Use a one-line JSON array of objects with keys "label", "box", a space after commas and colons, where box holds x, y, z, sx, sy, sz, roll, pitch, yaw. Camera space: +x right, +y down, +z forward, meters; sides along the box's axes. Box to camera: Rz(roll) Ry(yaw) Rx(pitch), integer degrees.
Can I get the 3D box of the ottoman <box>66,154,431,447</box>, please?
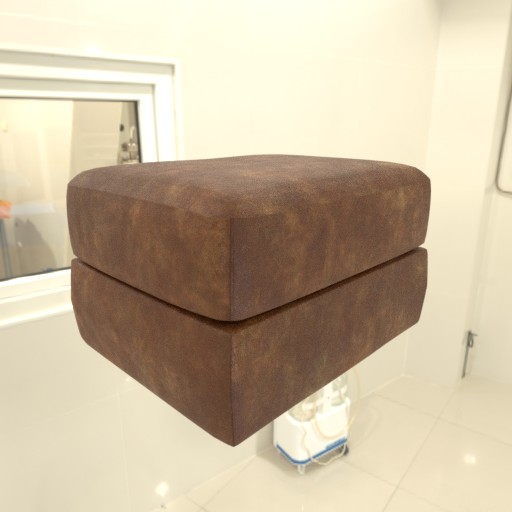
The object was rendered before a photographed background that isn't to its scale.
[{"label": "ottoman", "box": [0.000, 0.000, 1.129, 0.603, 0.476, 0.751, 16, 23, 42]}]
